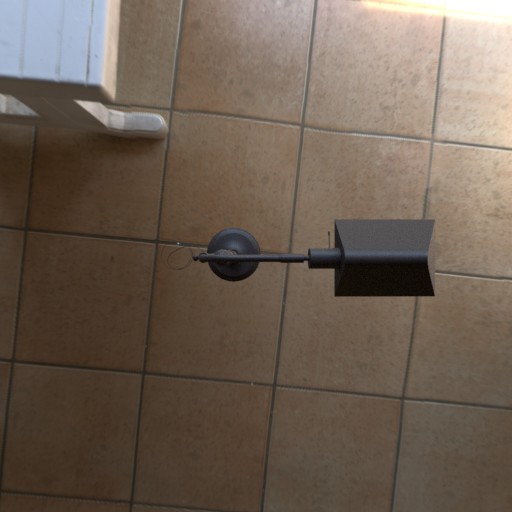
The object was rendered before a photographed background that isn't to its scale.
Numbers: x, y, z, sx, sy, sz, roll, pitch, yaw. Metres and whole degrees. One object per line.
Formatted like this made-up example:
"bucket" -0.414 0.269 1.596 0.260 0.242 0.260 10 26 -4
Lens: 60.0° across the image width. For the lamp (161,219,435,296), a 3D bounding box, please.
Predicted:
"lamp" 0.000 0.000 0.963 0.545 0.708 0.159 0 91 -1
